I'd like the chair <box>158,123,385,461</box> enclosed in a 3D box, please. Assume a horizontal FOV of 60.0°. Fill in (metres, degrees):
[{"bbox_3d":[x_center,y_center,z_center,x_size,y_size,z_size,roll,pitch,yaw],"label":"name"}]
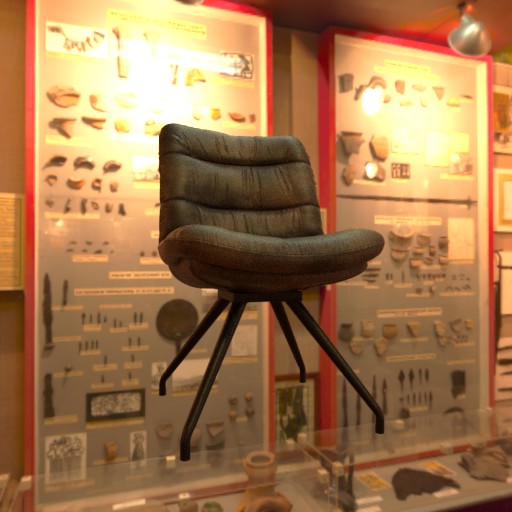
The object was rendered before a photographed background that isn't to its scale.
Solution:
[{"bbox_3d":[0.000,0.000,1.260,0.549,0.870,0.622,0,0,-18],"label":"chair"}]
